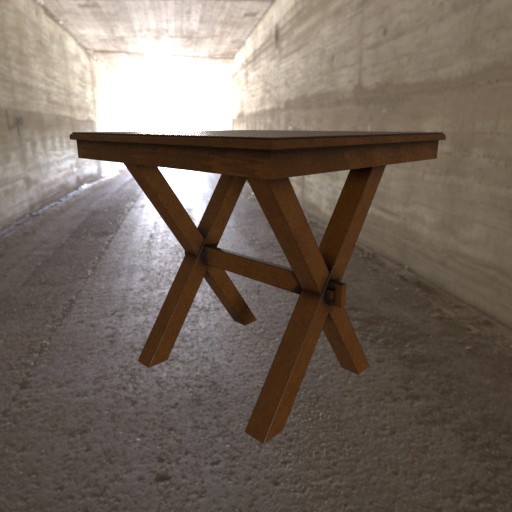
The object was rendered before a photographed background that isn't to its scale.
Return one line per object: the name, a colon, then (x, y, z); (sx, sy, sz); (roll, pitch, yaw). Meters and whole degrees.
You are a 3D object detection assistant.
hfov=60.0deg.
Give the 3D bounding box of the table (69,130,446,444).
table: (0.000, 0.000, 1.046); (0.602, 0.562, 0.560); (15, 23, 42)
